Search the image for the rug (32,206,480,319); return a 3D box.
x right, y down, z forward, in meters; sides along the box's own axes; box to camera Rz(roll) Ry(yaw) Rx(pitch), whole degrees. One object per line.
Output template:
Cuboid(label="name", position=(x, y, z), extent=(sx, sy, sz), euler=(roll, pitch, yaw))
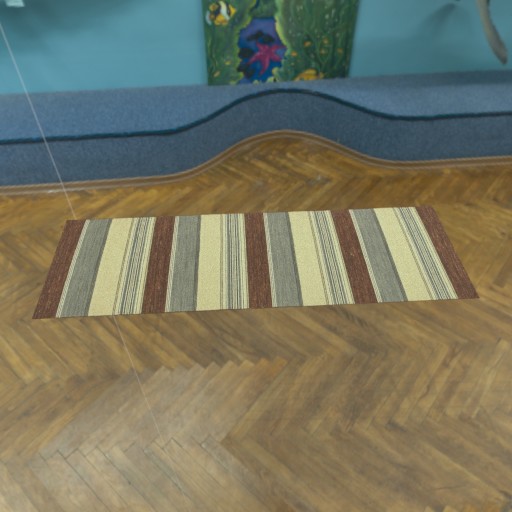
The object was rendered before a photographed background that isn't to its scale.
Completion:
Cuboid(label="rug", position=(0.000, 0.000, 2.683), extent=(2.437, 0.006, 0.792), euler=(-2, 46, -2))
